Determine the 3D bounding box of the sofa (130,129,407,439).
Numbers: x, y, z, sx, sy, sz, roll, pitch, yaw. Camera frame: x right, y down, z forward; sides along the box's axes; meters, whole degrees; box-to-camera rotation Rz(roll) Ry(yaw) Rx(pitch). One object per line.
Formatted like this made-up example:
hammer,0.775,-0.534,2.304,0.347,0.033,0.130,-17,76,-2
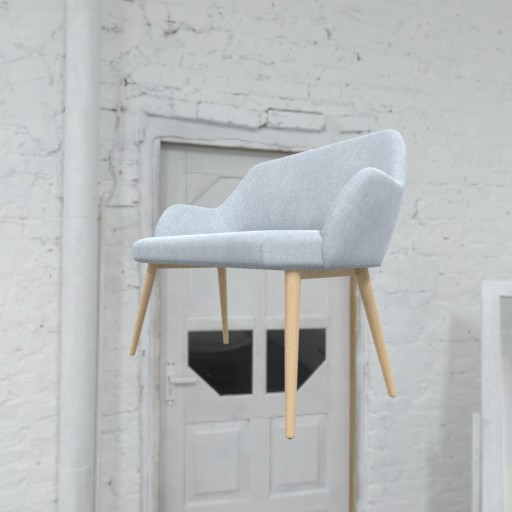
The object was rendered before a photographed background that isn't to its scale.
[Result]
sofa,0.000,0.000,1.599,0.610,0.840,1.150,0,1,-36
